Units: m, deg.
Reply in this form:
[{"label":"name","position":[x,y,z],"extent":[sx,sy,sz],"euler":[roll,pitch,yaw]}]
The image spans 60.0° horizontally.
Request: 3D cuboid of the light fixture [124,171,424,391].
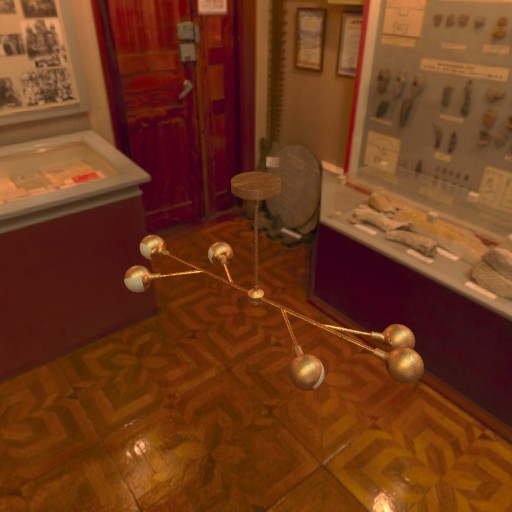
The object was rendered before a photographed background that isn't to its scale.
[{"label":"light fixture","position":[0.000,0.000,0.999],"extent":[0.434,0.362,0.778],"euler":[-21,38,-30]}]
